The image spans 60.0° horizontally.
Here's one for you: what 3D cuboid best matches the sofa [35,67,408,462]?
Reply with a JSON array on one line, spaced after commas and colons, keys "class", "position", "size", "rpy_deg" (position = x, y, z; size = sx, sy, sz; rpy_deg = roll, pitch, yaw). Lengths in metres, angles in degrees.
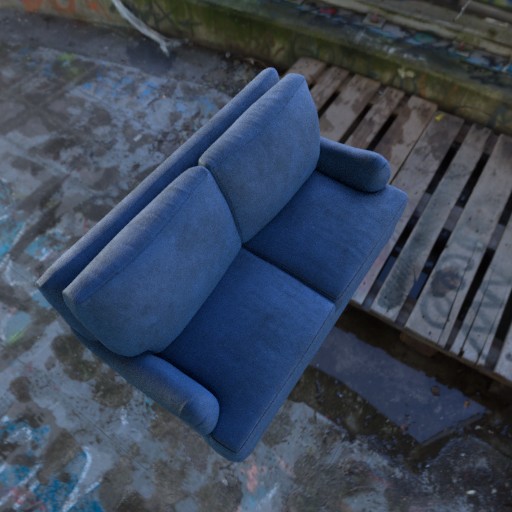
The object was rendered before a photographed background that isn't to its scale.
[{"class": "sofa", "position": [0.000, 0.000, 2.467], "size": [1.084, 1.101, 1.853], "rpy_deg": [31, 63, 17]}]
